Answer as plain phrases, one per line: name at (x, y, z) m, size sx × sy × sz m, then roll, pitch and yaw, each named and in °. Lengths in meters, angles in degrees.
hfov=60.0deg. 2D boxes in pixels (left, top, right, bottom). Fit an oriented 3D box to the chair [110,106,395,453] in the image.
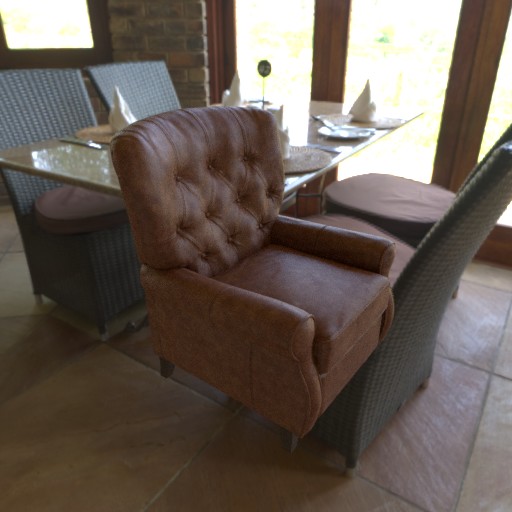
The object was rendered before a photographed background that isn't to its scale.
chair at (0.000, 0.000, 1.939) m, size 1.059 × 1.164 × 0.951 m, roll 18°, pitch 32°, yaw 33°
